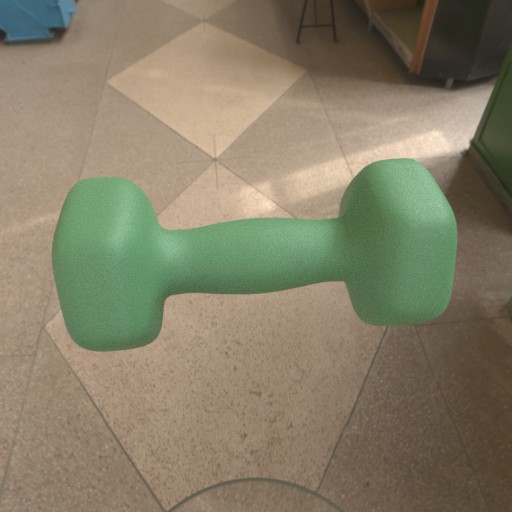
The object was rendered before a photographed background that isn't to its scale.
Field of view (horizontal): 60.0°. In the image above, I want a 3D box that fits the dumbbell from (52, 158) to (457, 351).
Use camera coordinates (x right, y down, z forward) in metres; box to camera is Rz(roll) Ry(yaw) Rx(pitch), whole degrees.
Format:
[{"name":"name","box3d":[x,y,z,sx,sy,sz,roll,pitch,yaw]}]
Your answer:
[{"name":"dumbbell","box3d":[0.000,0.000,0.314,0.257,0.114,0.126,-4,48,-4]}]
